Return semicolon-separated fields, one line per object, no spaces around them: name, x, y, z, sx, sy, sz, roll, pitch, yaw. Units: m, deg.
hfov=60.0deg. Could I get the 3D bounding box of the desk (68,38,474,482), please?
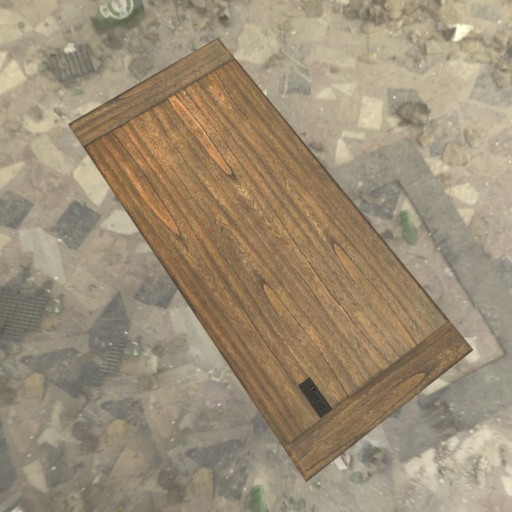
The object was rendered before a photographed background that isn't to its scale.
desk;0.000;0.000;1.982;0.711;0.751;1.590;-34;77;-9
